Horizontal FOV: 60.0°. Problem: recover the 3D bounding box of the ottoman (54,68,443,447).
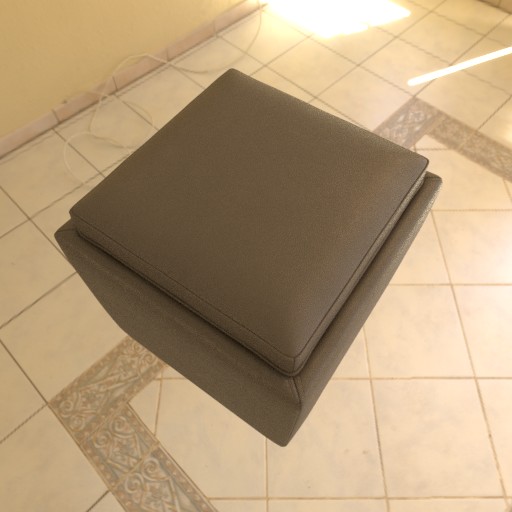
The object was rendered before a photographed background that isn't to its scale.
[{"bbox_3d":[0.000,0.000,0.814,0.450,0.460,0.451,31,64,17],"label":"ottoman"}]
